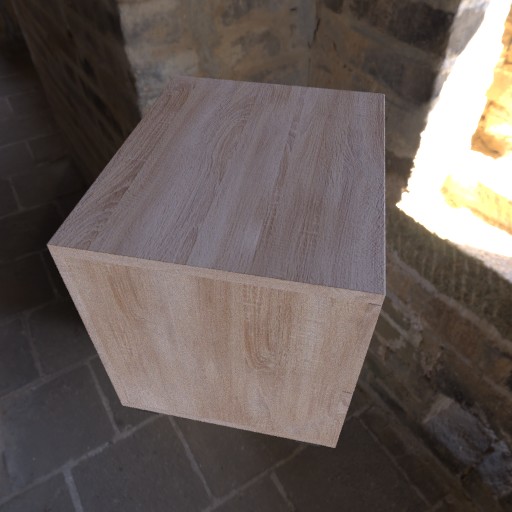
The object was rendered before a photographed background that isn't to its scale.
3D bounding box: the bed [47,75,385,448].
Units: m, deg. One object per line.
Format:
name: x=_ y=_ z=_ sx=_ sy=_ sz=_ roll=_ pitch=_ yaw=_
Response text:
bed: x=0.000 y=0.000 z=0.790 sx=0.401 sy=0.420 sz=0.460 roll=8 pitch=46 yaw=8
